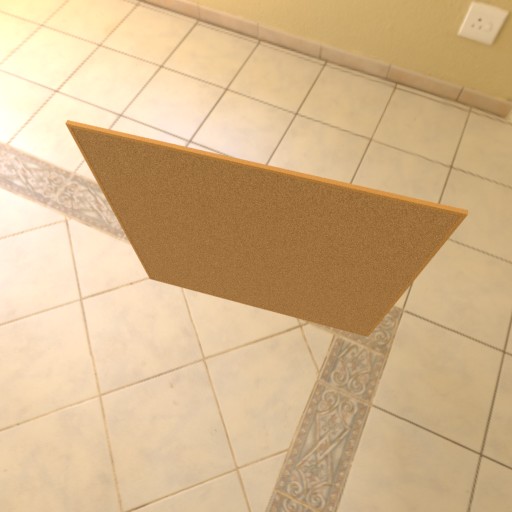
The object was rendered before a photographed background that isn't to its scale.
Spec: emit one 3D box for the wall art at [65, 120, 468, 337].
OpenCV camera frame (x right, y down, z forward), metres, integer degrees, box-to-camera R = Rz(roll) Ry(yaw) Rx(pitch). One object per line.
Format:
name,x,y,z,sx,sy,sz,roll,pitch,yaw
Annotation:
wall art,0.000,0.000,1.455,0.962,0.959,0.013,14,65,7
